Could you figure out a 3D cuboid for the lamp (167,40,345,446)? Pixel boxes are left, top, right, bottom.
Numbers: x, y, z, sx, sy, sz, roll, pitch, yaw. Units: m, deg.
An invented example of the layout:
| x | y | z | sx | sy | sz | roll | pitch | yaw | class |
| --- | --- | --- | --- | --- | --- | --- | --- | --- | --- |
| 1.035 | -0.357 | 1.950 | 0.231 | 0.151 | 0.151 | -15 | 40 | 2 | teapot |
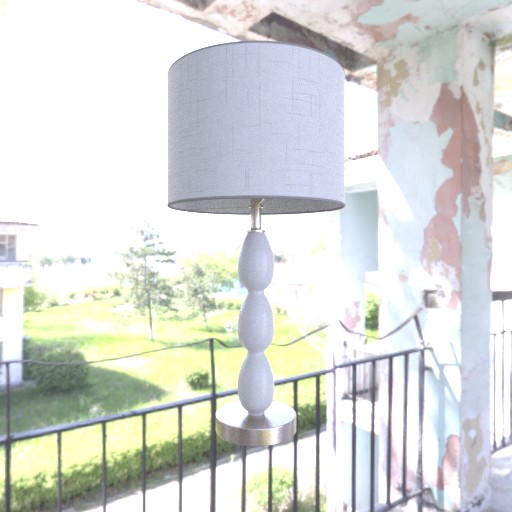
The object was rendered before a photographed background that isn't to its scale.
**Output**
| x | y | z | sx | sy | sz | roll | pitch | yaw | class |
| --- | --- | --- | --- | --- | --- | --- | --- | --- | --- |
| 0.000 | 0.000 | 0.713 | 0.280 | 0.559 | 0.282 | -1 | 1 | -35 | lamp |
